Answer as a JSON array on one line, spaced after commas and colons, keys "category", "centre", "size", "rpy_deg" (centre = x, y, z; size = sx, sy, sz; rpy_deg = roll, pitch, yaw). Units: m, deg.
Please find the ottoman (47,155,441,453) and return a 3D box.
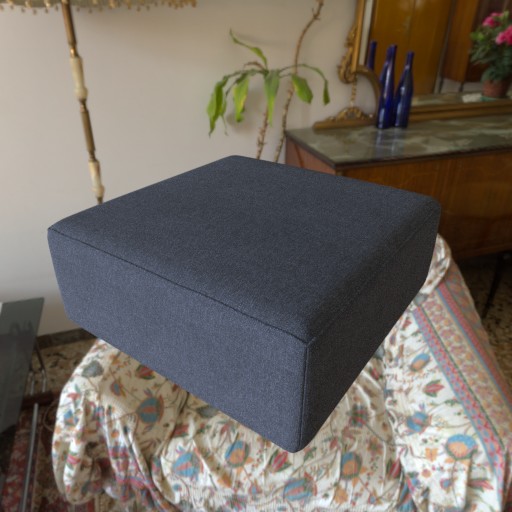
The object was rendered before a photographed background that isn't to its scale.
[{"category": "ottoman", "centre": [0.000, 0.000, 1.592], "size": [1.000, 0.439, 1.000], "rpy_deg": [19, 35, 31]}]
